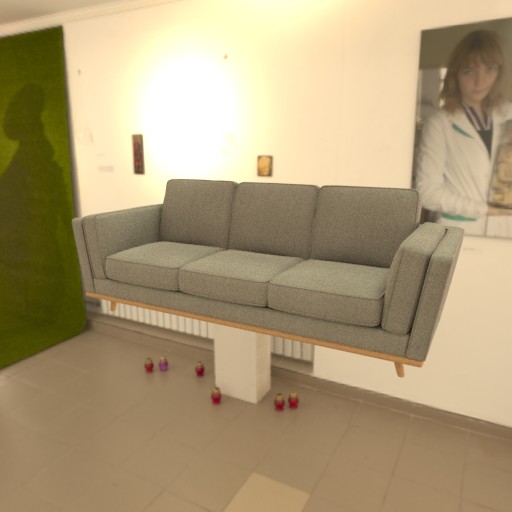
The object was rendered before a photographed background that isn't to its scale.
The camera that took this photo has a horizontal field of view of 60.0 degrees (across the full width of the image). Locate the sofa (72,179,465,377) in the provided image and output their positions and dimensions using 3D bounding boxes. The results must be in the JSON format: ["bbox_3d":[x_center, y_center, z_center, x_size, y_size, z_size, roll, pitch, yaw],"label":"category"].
[{"bbox_3d":[0.000,0.000,2.849,2.362,0.899,0.903,7,15,27],"label":"sofa"}]
